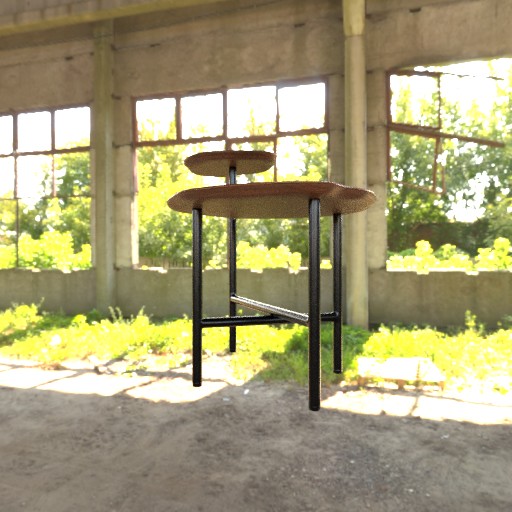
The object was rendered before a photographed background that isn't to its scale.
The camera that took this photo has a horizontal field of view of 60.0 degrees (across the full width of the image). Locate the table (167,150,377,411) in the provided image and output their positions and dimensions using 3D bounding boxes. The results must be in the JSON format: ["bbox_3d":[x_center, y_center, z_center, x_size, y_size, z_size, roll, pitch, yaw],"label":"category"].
[{"bbox_3d":[0.000,0.000,1.070,0.442,0.538,0.759,0,0,-18],"label":"table"}]
